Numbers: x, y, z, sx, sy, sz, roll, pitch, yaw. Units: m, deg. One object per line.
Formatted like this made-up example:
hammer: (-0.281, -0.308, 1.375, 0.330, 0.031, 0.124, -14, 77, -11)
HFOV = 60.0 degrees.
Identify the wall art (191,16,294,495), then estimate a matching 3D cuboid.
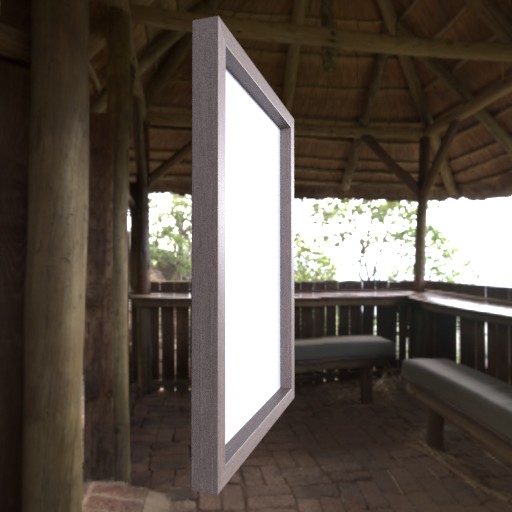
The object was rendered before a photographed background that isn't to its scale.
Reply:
wall art: (0.000, 0.000, 0.646, 0.032, 0.510, 0.358, 0, -1, 18)
